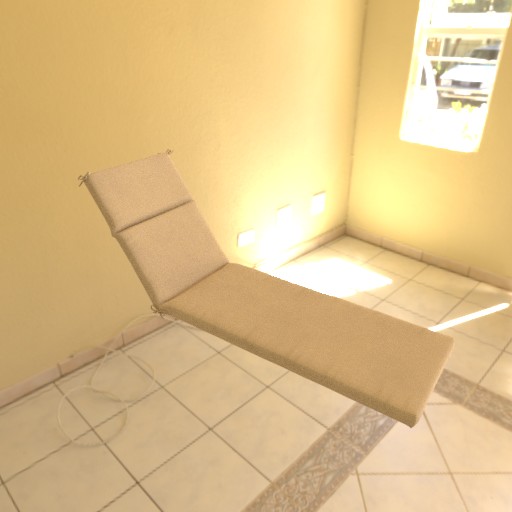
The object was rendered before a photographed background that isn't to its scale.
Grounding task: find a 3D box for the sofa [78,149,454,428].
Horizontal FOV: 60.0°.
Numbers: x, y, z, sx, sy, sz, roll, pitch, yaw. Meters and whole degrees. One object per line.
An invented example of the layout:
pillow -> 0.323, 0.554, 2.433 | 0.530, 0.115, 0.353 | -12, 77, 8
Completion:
sofa -> 0.000, 0.000, 1.952 | 1.663, 0.622, 0.582 | 18, 32, 31
